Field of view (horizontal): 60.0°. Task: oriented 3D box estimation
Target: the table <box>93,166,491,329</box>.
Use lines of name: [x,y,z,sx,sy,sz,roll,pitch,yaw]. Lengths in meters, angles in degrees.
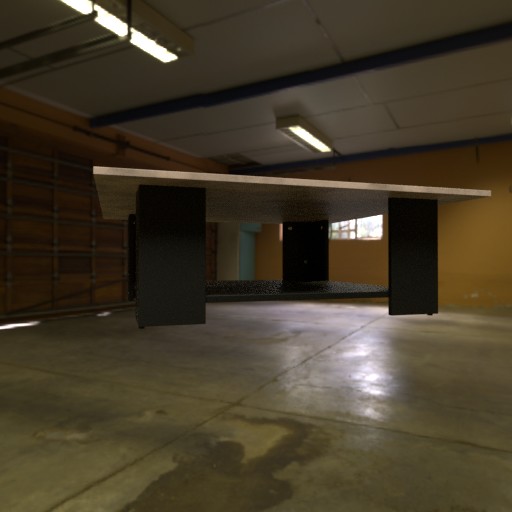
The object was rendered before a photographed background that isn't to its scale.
table: [0.000,0.000,1.341,0.890,0.305,0.890,0,-1,-18]
